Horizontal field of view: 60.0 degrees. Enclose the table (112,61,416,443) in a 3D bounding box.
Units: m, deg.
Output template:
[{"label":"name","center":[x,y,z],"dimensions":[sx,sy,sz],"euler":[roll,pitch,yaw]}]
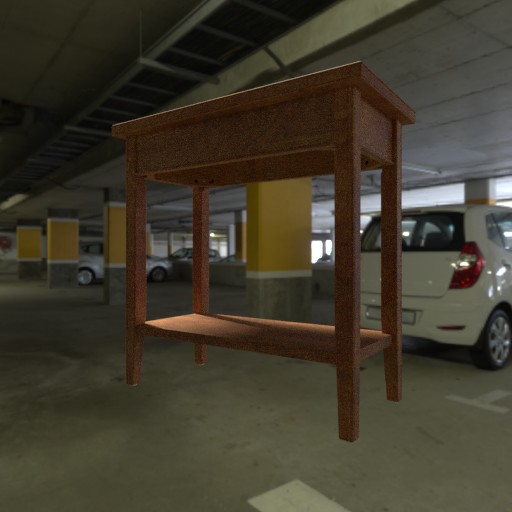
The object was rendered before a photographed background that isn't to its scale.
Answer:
[{"label":"table","center":[0.000,0.000,0.987],"dimensions":[0.610,0.610,0.305],"euler":[0,0,35]}]
